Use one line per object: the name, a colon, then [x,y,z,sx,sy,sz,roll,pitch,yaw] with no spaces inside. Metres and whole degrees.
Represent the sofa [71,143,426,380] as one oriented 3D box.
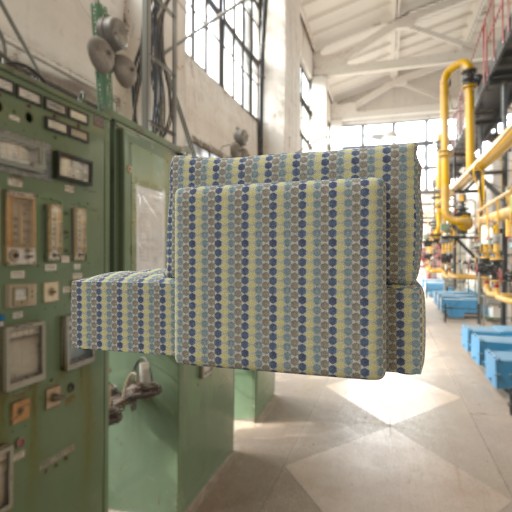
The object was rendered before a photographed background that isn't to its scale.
sofa: [0.000,0.000,2.070,1.450,0.820,1.000,0,0,18]
